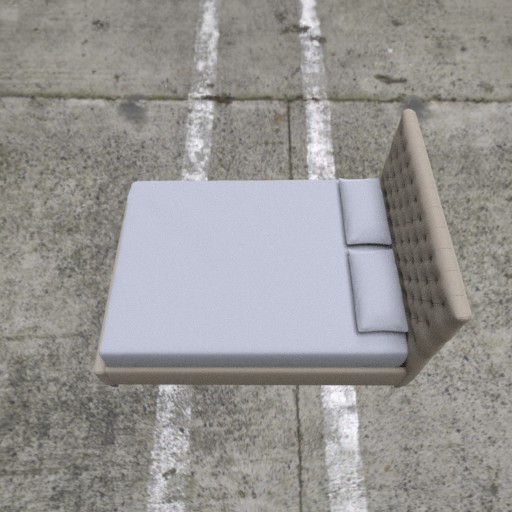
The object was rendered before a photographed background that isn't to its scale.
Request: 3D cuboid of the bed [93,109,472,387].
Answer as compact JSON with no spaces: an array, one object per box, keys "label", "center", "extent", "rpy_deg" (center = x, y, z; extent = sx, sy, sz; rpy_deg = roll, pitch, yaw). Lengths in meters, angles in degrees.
[{"label":"bed","center":[0.000,0.000,3.422],"extent":[2.387,1.427,1.698],"rpy_deg":[0,58,0]}]
